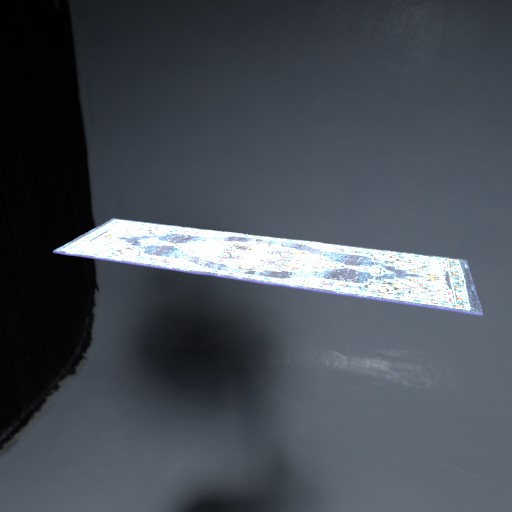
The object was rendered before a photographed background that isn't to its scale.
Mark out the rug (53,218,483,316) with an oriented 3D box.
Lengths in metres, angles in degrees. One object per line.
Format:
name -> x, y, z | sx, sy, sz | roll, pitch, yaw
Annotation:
rug -> 0.000, 0.000, 2.516 | 2.283, 0.016, 0.602 | 7, 25, 16
